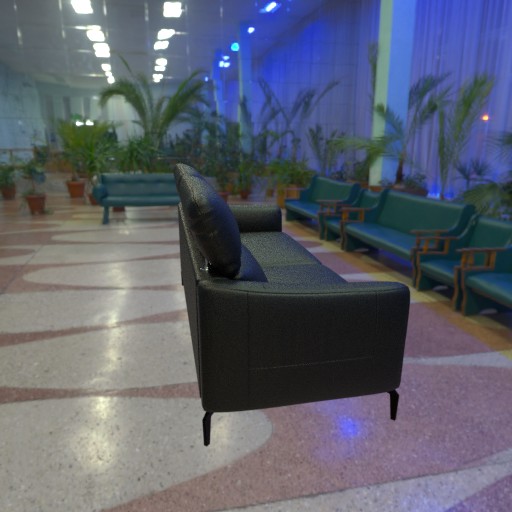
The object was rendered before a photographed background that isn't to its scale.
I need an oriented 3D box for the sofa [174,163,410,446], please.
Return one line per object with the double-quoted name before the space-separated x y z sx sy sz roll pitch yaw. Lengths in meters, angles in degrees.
"sofa" 0.000 0.000 2.564 0.856 0.957 2.069 -3 16 -11
